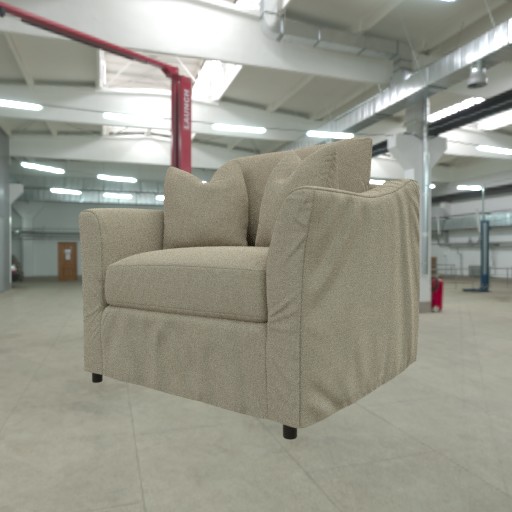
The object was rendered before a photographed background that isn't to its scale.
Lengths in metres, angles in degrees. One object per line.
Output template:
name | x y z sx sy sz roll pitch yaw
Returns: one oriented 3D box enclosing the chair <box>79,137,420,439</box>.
chair | 0.000 0.000 2.026 1.194 1.093 1.071 0 0 36
